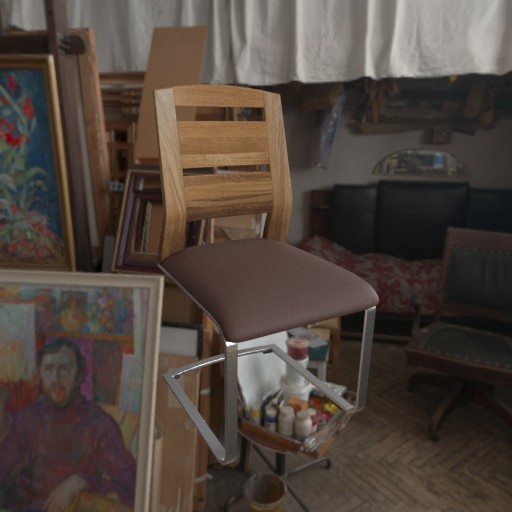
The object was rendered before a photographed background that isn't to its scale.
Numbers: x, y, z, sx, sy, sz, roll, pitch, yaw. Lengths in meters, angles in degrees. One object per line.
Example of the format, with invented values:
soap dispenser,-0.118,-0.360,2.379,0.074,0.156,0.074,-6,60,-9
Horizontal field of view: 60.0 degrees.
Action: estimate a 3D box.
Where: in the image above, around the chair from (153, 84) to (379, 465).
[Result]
chair,0.000,0.000,1.297,0.460,0.970,0.570,-9,19,-28
